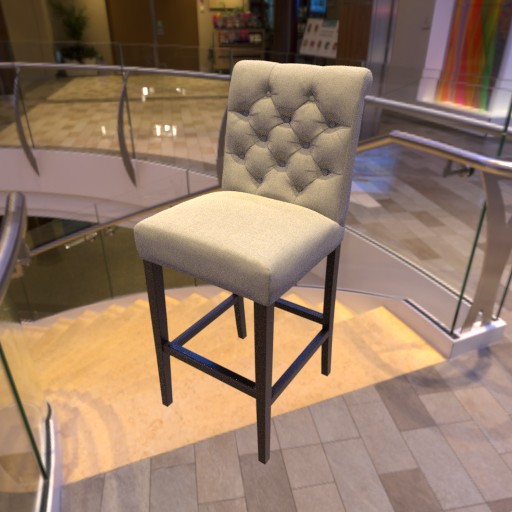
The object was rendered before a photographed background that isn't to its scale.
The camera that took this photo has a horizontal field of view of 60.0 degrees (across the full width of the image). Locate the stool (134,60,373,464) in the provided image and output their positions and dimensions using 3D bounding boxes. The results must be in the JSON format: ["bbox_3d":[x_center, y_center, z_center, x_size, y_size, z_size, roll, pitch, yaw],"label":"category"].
[{"bbox_3d":[0.000,0.000,1.470,0.493,1.140,0.601,18,33,29],"label":"stool"}]
